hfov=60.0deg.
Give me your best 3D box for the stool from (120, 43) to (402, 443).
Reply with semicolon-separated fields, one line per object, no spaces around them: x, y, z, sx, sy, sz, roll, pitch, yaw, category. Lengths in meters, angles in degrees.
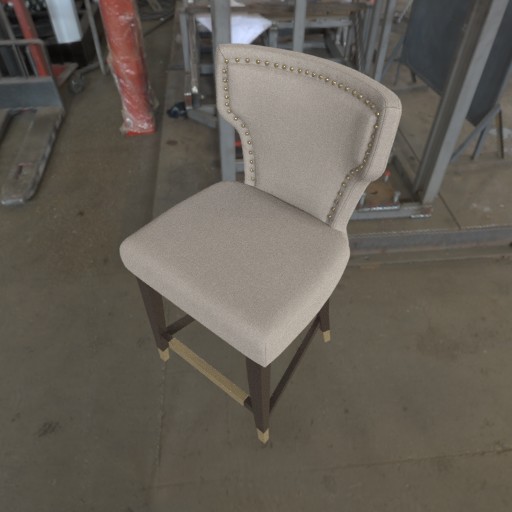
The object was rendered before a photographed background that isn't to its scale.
0.000;0.000;1.291;0.527;0.982;0.563;31;53;26;stool
